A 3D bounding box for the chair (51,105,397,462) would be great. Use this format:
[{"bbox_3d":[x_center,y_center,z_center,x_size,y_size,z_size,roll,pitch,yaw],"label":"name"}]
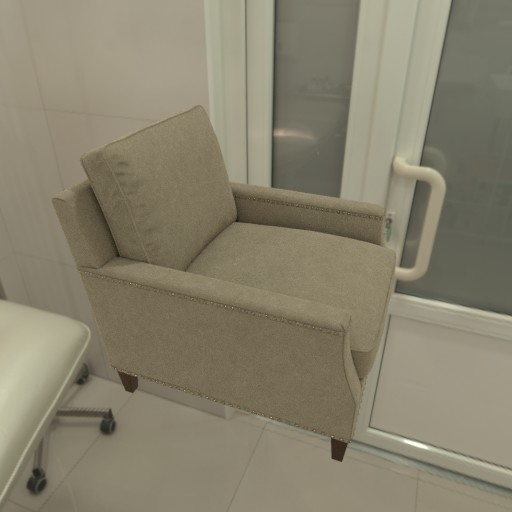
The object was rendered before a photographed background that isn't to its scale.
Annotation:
[{"bbox_3d":[0.000,0.000,1.682,1.014,0.943,0.853,11,32,18],"label":"chair"}]
